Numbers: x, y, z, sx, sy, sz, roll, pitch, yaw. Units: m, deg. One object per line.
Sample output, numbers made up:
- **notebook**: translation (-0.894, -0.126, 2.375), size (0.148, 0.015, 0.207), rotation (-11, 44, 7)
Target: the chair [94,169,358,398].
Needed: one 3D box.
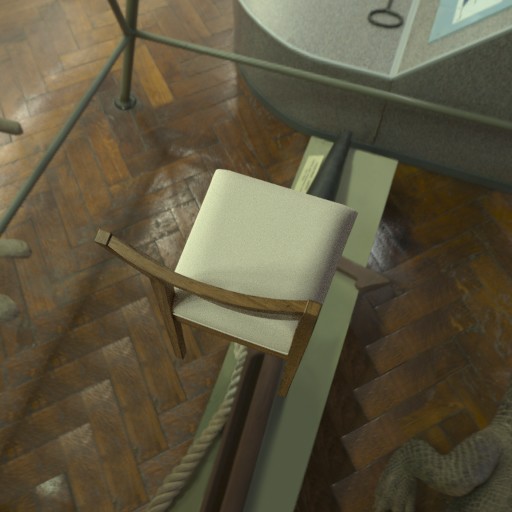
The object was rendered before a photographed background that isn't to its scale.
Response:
- **chair**: translation (0.000, 0.000, 1.302), size (0.497, 0.939, 0.610), rotation (18, 66, 8)
